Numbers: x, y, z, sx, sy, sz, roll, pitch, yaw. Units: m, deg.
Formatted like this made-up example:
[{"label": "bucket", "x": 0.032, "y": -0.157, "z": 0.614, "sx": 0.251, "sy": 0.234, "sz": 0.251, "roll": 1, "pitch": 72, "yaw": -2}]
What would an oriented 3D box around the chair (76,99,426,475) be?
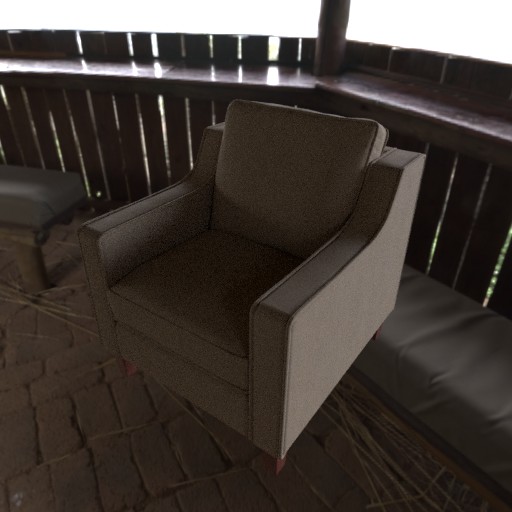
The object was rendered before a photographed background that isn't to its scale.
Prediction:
[{"label": "chair", "x": 0.000, "y": 0.000, "z": 1.624, "sx": 0.831, "sy": 0.960, "sz": 0.909, "roll": 21, "pitch": 37, "yaw": 30}]
